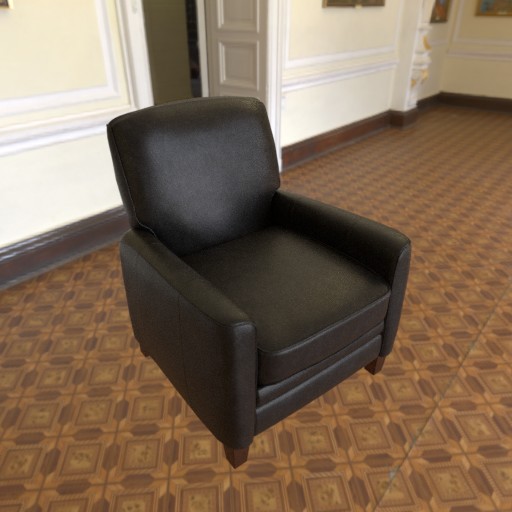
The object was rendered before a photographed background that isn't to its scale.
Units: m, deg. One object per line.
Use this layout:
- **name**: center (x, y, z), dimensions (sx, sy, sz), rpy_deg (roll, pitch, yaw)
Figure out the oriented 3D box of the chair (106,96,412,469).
- **chair**: center (0.000, 0.000, 1.651), dimensions (0.848, 1.014, 0.864), rpy_deg (-21, 35, -32)
